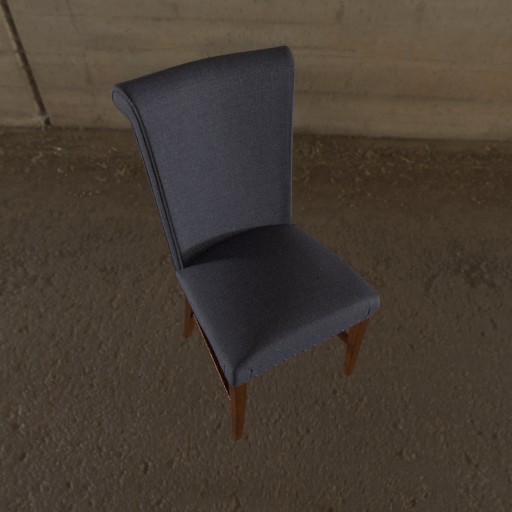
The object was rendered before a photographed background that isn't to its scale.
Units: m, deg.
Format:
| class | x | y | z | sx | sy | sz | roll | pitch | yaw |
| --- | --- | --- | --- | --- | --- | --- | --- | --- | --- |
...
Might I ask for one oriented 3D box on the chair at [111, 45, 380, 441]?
| class | x | y | z | sx | sy | sz | roll | pitch | yaw |
| --- | --- | --- | --- | --- | --- | --- | --- | --- | --- |
| chair | 0.000 | 0.000 | 1.346 | 0.513 | 0.988 | 0.608 | -23 | 50 | -21 |
